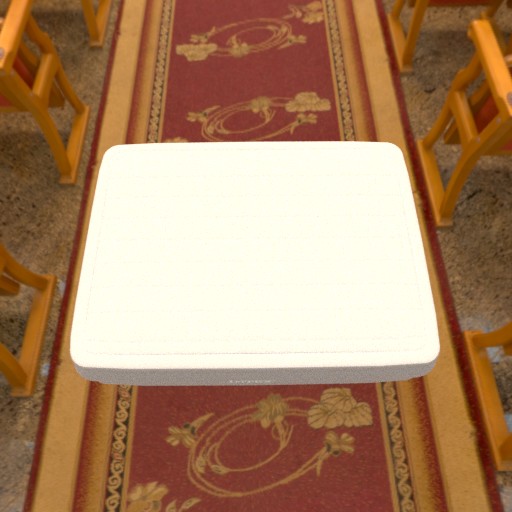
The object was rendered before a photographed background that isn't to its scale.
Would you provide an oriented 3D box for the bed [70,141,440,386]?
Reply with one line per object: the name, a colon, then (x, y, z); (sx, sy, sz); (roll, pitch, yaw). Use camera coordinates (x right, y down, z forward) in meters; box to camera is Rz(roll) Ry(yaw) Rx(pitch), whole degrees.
bed: (0.000, 0.000, 2.735); (2.036, 0.460, 1.520); (-1, 64, 0)
